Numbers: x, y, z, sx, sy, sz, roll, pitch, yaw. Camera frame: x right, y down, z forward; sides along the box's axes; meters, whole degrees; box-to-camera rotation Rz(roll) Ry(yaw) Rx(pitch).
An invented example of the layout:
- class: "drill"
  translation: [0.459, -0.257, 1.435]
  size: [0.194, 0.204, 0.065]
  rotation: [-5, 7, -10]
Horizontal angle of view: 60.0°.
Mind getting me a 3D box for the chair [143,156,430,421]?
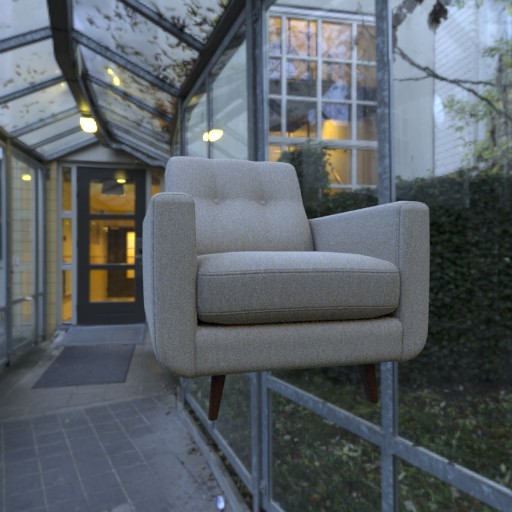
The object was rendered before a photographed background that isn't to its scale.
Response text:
- class: "chair"
  translation: [0.000, 0.000, 1.833]
  size: [0.897, 0.965, 1.128]
  rotation: [0, 0, -16]
